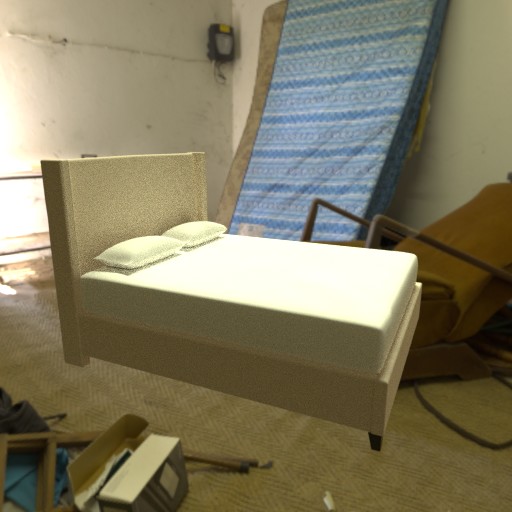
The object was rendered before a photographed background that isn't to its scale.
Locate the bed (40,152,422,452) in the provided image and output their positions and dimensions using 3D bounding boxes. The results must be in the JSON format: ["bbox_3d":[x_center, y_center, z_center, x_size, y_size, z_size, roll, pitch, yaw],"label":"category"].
[{"bbox_3d":[0.000,0.000,3.383,2.293,1.471,1.778,7,16,24],"label":"bed"}]
